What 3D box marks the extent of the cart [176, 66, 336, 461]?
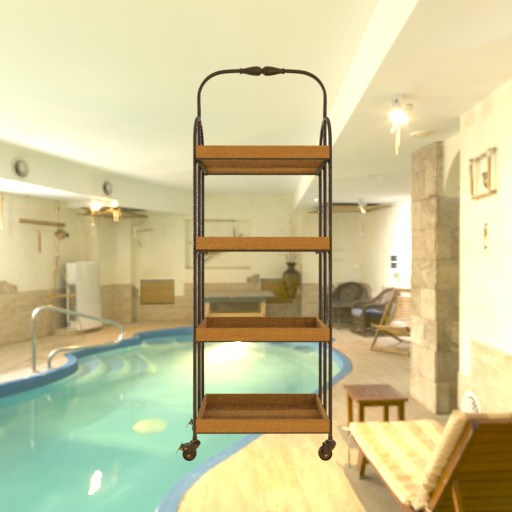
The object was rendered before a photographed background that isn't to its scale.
[{"bbox_3d":[0.000,0.000,1.732,0.581,1.481,0.308,0,0,0],"label":"cart"}]
